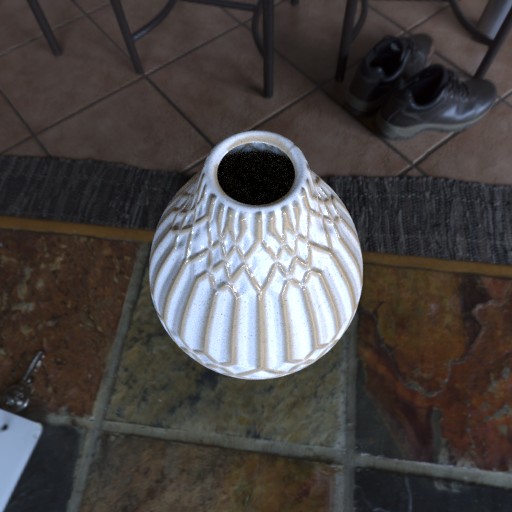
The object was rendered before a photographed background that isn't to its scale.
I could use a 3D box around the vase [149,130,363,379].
[{"bbox_3d":[0.000,0.000,0.316,0.159,0.200,0.159,0,63,0],"label":"vase"}]
